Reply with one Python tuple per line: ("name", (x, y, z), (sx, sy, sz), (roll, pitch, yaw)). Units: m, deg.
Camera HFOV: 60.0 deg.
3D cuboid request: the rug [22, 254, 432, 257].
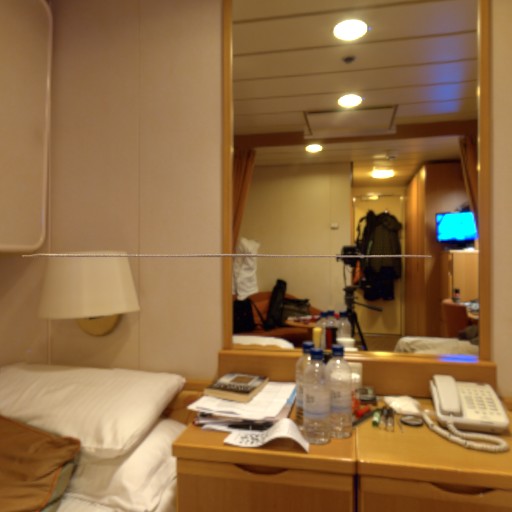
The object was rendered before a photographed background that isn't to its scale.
("rug", (0.000, 0.000, 2.691), (2.439, 0.013, 0.762), (0, 0, -35))
